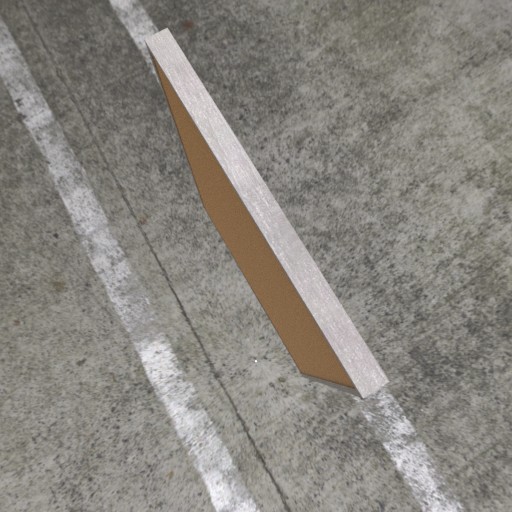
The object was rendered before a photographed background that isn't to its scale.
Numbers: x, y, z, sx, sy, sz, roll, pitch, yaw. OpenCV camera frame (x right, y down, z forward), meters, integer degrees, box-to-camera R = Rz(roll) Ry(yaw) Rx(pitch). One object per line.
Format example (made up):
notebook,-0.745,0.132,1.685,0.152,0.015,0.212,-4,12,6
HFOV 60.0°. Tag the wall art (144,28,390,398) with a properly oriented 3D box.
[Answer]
wall art,0.000,0.000,0.683,0.032,0.521,0.421,-30,78,-7
